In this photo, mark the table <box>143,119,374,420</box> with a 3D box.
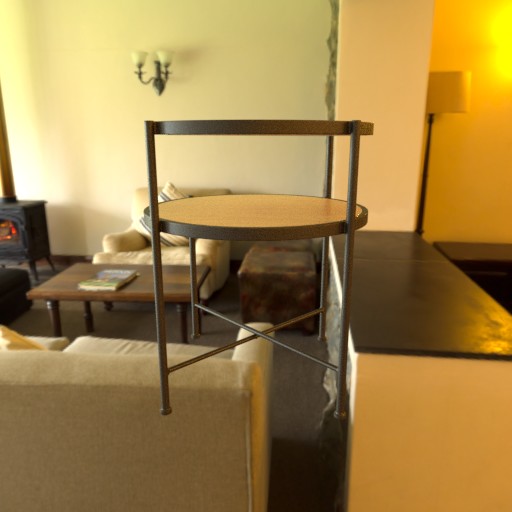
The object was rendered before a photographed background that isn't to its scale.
[{"bbox_3d":[0.000,0.000,1.196,0.629,0.684,0.628,-13,20,-41],"label":"table"}]
